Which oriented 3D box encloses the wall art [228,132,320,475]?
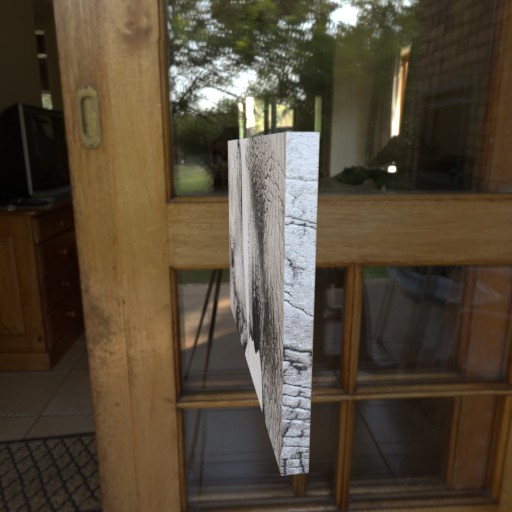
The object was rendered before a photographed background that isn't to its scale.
[{"bbox_3d":[0.000,0.000,0.793,0.035,0.407,0.613,-2,14,-9],"label":"wall art"}]
